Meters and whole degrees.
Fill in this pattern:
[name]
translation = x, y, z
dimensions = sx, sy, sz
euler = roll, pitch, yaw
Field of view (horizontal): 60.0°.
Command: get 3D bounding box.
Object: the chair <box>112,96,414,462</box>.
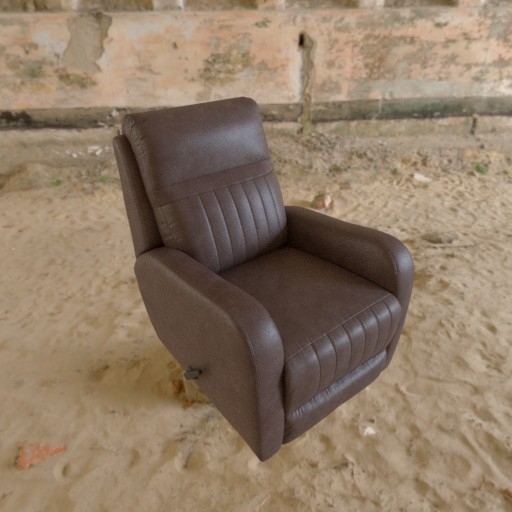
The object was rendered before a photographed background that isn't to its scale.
[chair]
translation = 0.000, 0.000, 1.810
dimensions = 0.865, 1.067, 1.067
euler = -22, 37, -33
